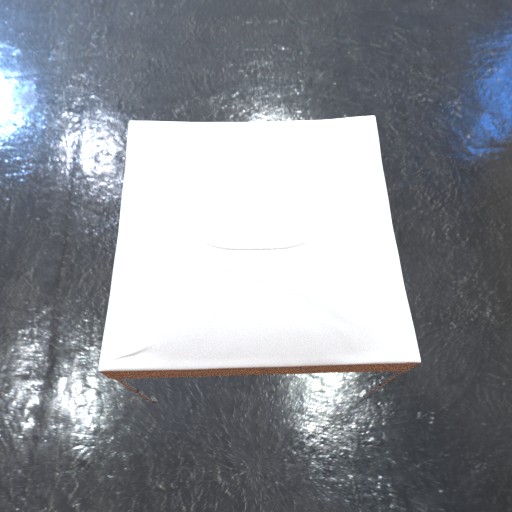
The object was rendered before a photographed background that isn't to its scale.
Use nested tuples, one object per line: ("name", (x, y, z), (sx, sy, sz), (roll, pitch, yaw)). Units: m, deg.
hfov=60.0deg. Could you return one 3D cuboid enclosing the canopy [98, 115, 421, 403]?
("canopy", (0.000, 0.000, 5.375), (2.998, 2.997, 2.996), (-1, 65, -1))
